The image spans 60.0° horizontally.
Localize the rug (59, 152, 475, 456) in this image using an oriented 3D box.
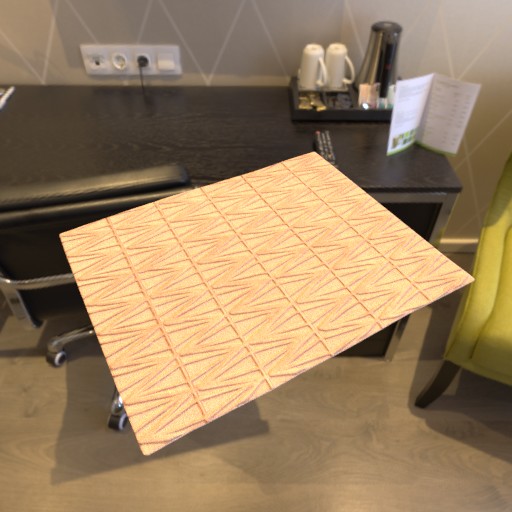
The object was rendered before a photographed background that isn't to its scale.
[{"bbox_3d":[0.000,0.000,4.112,3.052,0.043,2.453,-22,49,-21],"label":"rug"}]
